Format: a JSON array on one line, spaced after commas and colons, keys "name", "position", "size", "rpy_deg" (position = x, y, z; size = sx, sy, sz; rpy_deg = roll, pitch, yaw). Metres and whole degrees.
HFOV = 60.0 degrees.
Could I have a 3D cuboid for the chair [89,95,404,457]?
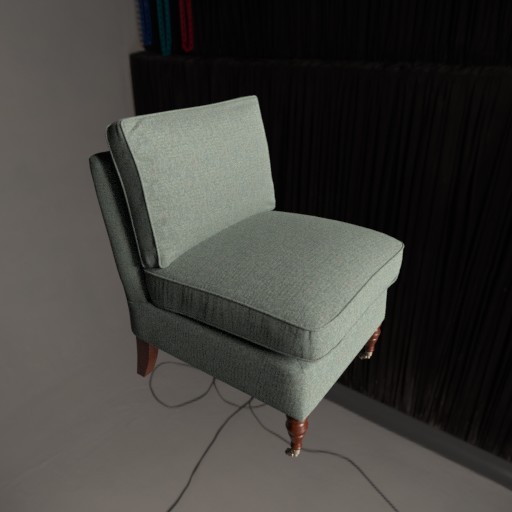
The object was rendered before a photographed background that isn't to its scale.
[{"name": "chair", "position": [0.000, 0.000, 1.435], "size": [0.796, 0.901, 0.624], "rpy_deg": [18, 32, 31]}]
